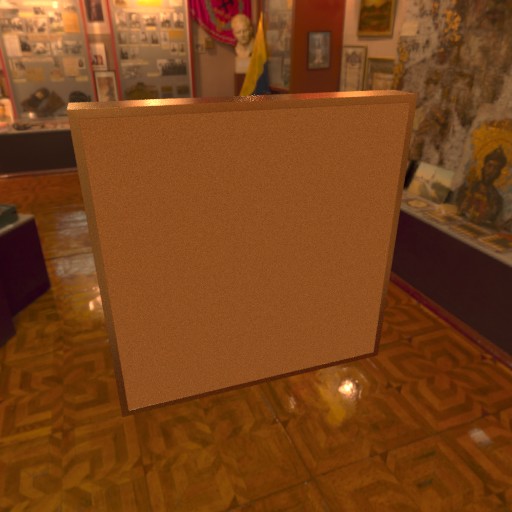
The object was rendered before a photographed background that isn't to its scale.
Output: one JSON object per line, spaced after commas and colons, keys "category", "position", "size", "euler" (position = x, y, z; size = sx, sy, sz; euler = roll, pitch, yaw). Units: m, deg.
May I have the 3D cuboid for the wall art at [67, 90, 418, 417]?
{"category": "wall art", "position": [0.000, 0.000, 0.450], "size": [0.304, 0.304, 0.038], "euler": [-9, 28, -17]}
